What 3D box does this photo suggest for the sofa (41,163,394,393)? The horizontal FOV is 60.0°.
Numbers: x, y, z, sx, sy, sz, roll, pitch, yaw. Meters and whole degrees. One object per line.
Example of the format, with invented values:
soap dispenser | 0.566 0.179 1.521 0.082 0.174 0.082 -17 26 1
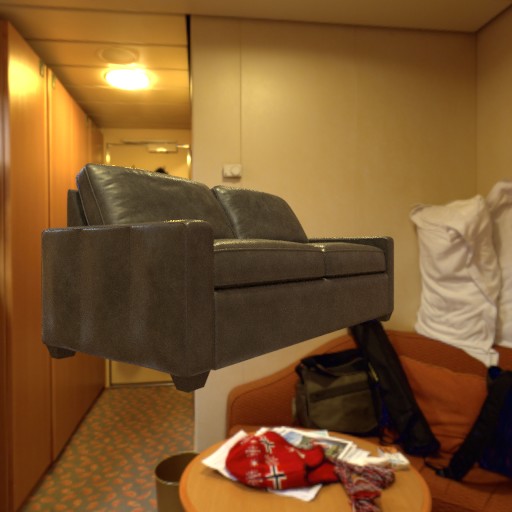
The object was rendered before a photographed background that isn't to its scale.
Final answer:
sofa | 0.000 0.000 2.565 0.939 0.916 2.081 0 1 36
